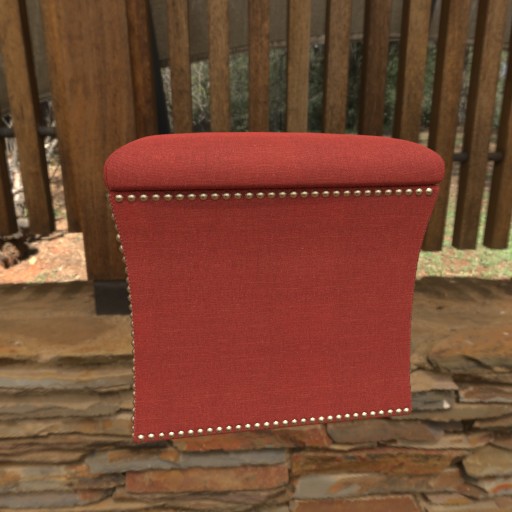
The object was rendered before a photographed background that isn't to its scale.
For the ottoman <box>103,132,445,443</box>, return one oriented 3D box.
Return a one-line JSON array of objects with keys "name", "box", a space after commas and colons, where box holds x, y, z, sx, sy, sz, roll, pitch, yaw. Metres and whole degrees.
[{"name": "ottoman", "box": [0.000, 0.000, 0.882, 0.497, 0.475, 0.507, -2, 15, -9]}]
